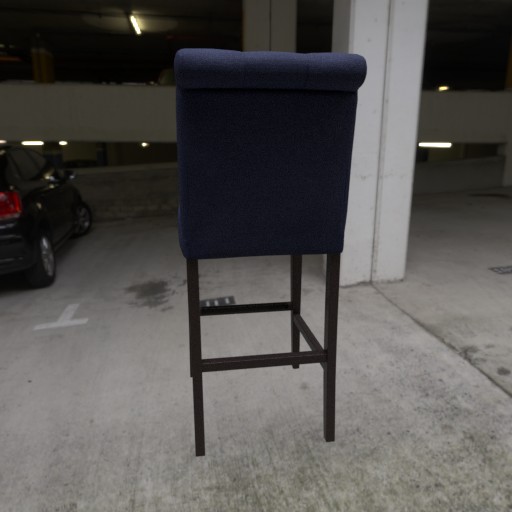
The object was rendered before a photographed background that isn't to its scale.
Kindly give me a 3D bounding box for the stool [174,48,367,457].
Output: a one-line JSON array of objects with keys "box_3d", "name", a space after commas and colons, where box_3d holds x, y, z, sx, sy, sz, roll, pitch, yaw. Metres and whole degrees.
[{"box_3d": [0.000, 0.000, 1.438, 0.493, 1.140, 0.601, -2, 15, -9], "name": "stool"}]
